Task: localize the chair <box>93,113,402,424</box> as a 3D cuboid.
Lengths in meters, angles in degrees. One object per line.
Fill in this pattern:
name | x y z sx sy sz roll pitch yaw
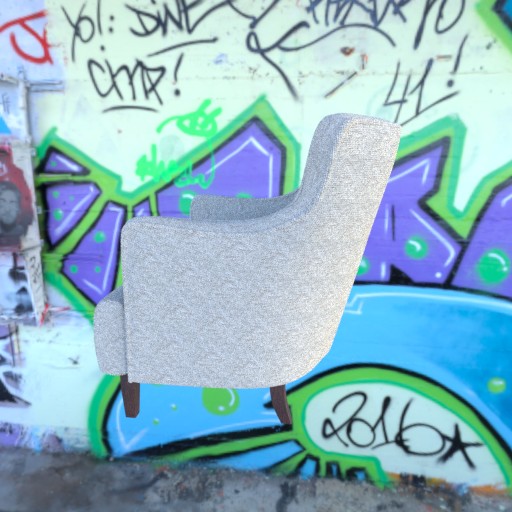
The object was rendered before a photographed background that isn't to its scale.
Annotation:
chair | 0.000 0.000 1.611 0.910 0.920 0.820 2 13 8
